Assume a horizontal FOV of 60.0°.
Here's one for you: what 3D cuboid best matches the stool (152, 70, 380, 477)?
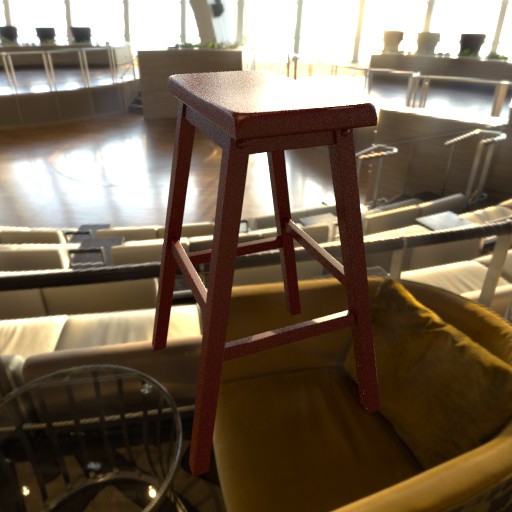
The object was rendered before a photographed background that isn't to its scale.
[{"bbox_3d":[0.000,0.000,1.019,0.476,0.737,0.457,-11,32,-19],"label":"stool"}]
